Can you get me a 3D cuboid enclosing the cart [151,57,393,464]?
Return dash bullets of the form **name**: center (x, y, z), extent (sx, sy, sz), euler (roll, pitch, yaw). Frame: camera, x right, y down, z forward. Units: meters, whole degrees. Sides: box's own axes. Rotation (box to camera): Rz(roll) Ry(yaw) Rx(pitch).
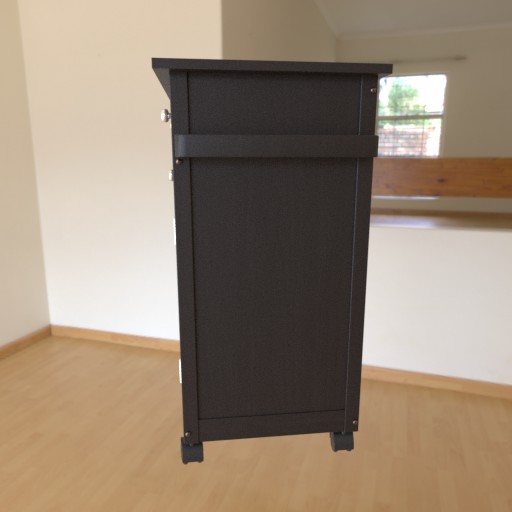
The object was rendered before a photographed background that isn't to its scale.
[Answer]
- **cart**: center (0.000, 0.000, 1.215), extent (0.456, 0.879, 0.660), euler (-2, 13, -7)
